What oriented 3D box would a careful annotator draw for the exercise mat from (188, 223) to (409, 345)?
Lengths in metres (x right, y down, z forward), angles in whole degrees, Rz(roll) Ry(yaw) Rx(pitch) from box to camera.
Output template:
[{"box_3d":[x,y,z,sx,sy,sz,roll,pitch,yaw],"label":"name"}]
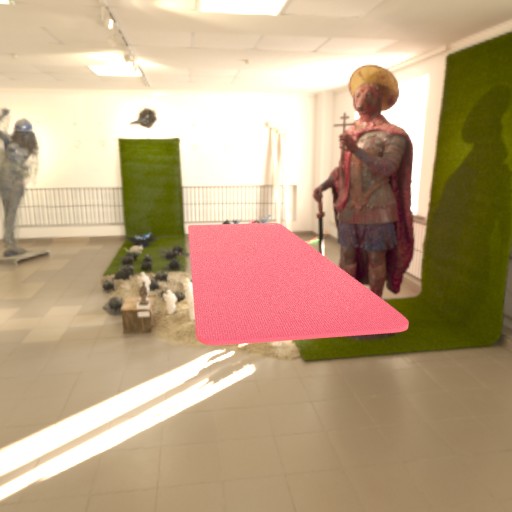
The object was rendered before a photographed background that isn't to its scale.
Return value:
[{"box_3d":[0.000,0.000,2.101,0.616,0.021,1.884,-2,14,-9],"label":"exercise mat"}]
